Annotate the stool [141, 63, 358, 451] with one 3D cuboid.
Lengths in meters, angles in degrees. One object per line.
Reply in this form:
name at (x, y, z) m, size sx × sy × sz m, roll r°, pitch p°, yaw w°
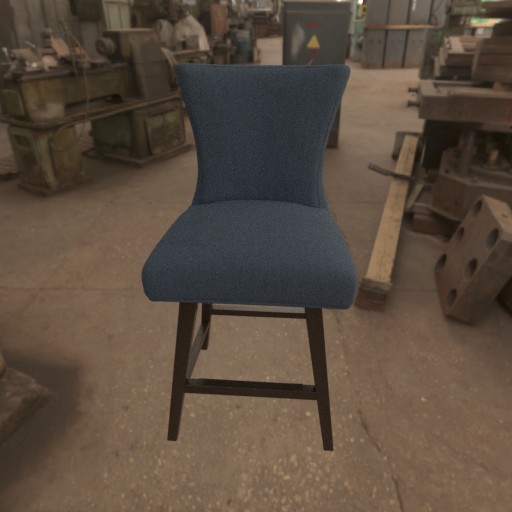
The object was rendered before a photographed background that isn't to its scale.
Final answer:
stool at (0.000, 0.000, 1.308) m, size 0.514 × 1.000 × 0.574 m, roll 2°, pitch 30°, yaw 4°
